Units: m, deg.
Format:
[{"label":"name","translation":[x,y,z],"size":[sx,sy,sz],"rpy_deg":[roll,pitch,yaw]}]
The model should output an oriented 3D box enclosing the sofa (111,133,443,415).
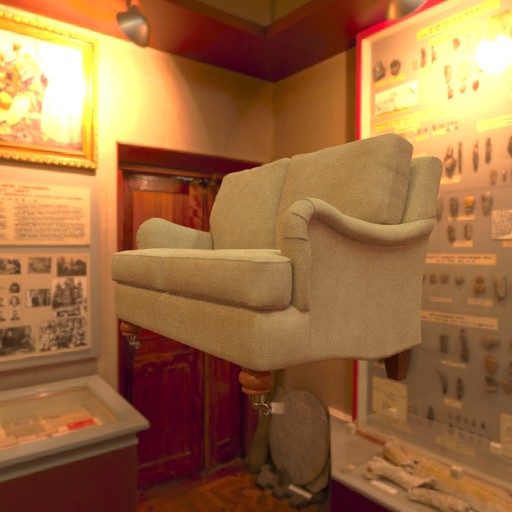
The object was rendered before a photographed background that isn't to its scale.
[{"label":"sofa","translation":[0.000,0.000,2.290],"size":[1.086,1.087,1.498],"rpy_deg":[-1,1,-36]}]
